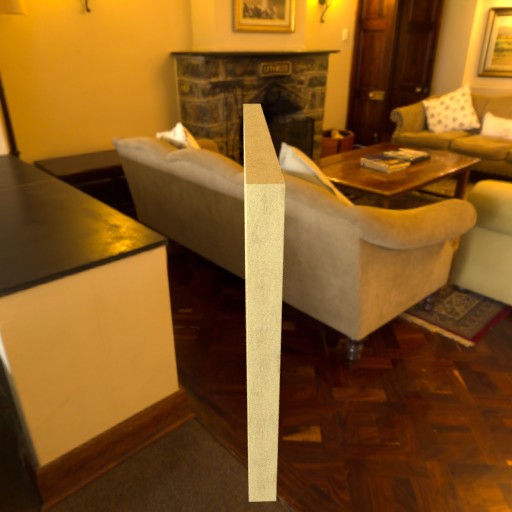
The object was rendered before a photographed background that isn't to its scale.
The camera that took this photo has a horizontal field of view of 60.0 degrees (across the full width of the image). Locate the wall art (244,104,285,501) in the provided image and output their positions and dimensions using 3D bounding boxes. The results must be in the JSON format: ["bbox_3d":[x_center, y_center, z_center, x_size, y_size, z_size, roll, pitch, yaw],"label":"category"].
[{"bbox_3d":[0.000,0.000,0.675,0.032,0.380,0.532,-1,25,-1],"label":"wall art"}]
